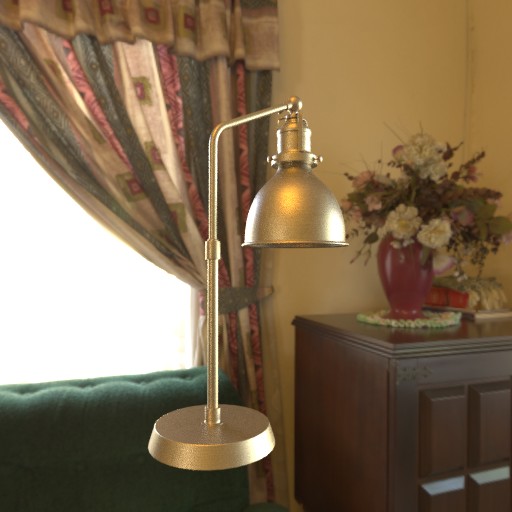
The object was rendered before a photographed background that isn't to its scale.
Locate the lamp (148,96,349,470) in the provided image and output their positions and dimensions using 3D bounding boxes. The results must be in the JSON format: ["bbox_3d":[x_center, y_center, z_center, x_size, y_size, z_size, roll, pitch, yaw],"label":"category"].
[{"bbox_3d":[0.000,0.000,0.586,0.286,0.456,0.153,1,-1,-37],"label":"lamp"}]
